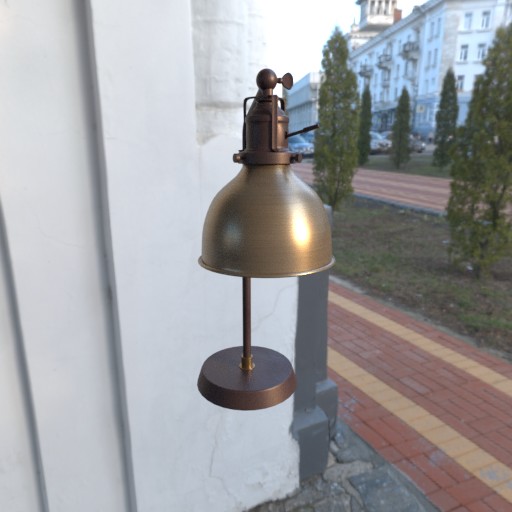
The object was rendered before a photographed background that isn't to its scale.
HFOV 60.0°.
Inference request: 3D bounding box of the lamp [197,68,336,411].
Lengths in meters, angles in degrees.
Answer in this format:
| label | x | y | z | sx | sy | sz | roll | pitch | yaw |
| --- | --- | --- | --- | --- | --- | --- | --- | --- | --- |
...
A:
| label | x | y | z | sx | sy | sz | roll | pitch | yaw |
| --- | --- | --- | --- | --- | --- | --- | --- | --- | --- |
| lamp | 0.000 | 0.000 | 0.615 | 0.175 | 0.469 | 0.298 | -2 | 16 | -9 |
